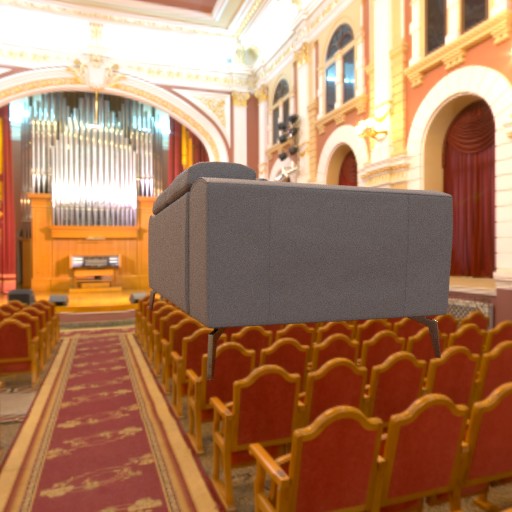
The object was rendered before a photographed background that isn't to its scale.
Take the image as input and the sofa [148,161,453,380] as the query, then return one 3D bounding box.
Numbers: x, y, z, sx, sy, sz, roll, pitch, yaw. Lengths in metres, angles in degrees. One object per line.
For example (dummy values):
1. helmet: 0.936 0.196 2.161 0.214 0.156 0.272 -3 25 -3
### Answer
1. sofa: 0.000 0.000 2.433 1.003 0.779 1.895 0 0 -19
